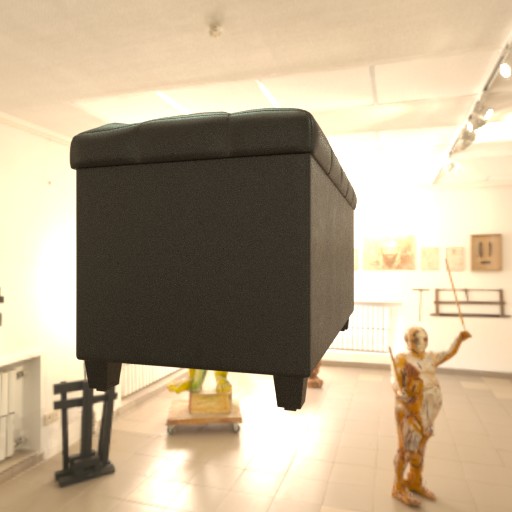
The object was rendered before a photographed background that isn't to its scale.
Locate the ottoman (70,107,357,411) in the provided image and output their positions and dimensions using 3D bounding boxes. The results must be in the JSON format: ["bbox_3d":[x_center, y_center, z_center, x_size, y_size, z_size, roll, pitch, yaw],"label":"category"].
[{"bbox_3d":[0.000,0.000,1.085,0.432,0.470,0.838,0,0,17],"label":"ottoman"}]
